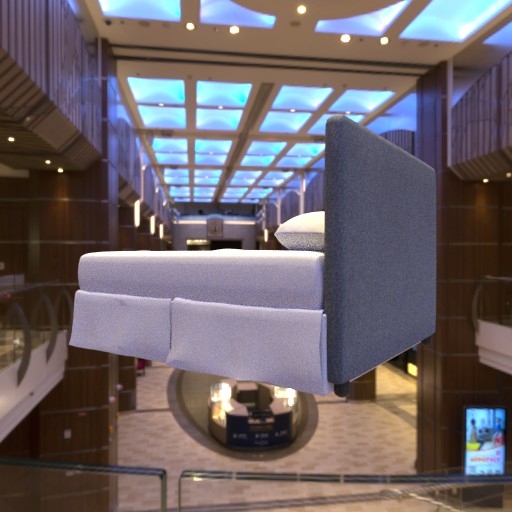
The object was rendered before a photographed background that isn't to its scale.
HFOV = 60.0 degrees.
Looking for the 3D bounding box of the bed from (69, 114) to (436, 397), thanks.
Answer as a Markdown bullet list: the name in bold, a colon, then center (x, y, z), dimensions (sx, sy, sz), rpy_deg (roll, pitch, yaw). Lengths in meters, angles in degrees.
- **bed**: center (0.000, 0.000, 3.257), dimensions (2.142, 1.330, 1.723), rpy_deg (0, 0, 36)
